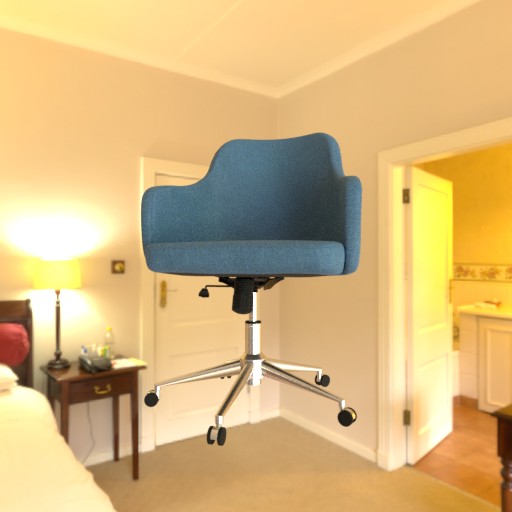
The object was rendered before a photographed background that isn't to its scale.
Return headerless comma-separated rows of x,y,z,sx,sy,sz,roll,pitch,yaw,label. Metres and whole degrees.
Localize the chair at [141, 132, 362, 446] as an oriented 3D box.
0.000,0.000,1.259,0.599,0.820,0.655,0,-1,17,chair
